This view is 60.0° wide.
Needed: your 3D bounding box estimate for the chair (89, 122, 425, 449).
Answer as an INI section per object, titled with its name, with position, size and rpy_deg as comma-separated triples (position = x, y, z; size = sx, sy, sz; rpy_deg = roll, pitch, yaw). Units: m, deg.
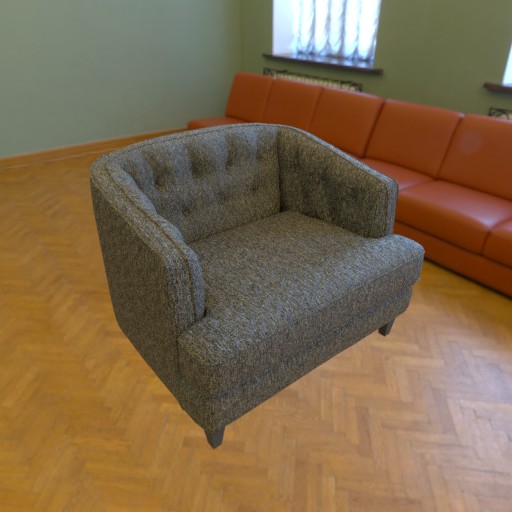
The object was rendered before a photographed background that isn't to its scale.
[chair]
position = 0.000, 0.000, 1.822
size = 1.104, 0.852, 0.941
rpy_deg = -22, 36, -33
